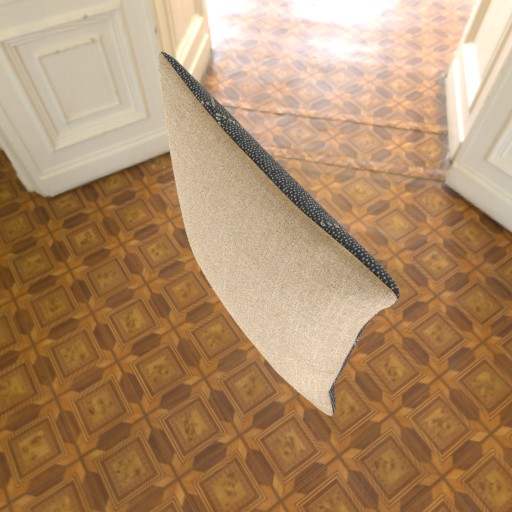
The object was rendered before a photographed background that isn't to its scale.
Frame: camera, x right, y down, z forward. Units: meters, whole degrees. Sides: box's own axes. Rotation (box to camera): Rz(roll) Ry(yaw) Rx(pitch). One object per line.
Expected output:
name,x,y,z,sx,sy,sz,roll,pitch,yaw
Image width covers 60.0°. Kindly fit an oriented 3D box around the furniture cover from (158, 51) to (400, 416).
furniture cover,0.000,0.000,0.762,0.162,0.503,0.511,-30,62,-18
